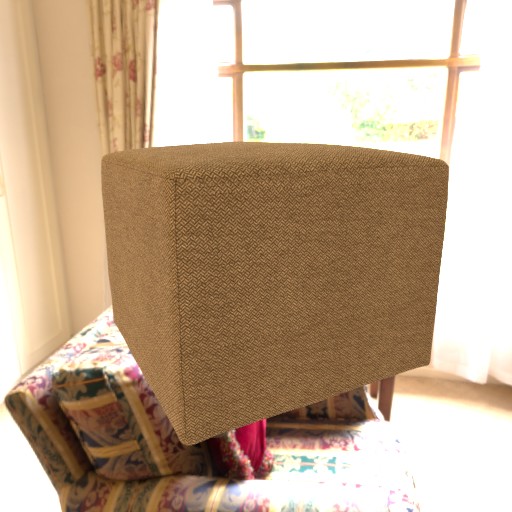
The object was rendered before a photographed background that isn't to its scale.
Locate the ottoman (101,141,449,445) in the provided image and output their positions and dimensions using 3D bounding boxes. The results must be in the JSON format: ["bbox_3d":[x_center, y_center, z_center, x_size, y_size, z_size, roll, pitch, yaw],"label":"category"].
[{"bbox_3d":[0.000,0.000,0.910,0.512,0.453,0.519,-8,17,-27],"label":"ottoman"}]
